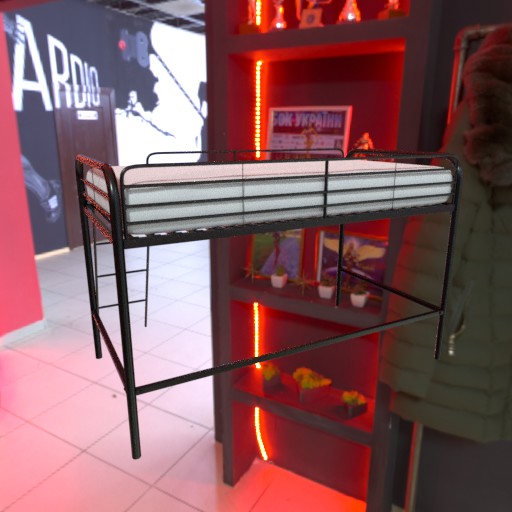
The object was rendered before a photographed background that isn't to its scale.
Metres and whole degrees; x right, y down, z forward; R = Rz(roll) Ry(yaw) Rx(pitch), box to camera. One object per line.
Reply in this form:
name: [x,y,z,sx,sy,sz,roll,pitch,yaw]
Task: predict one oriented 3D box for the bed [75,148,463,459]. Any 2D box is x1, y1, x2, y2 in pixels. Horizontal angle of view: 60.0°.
bed: [0.000,0.000,2.826,1.968,1.289,1.393,-8,18,-27]
